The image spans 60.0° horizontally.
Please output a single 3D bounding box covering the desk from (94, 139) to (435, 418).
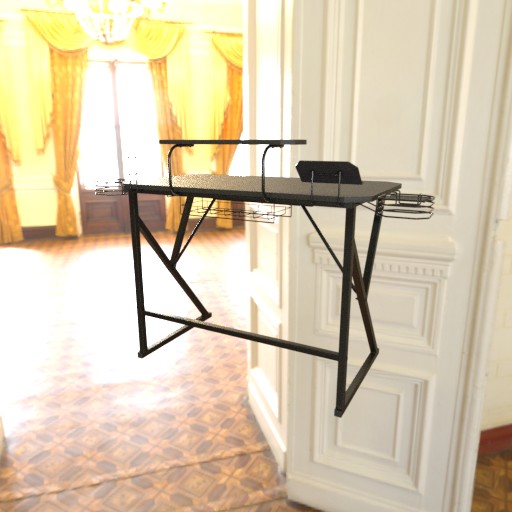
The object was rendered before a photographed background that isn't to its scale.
[{"bbox_3d":[0.000,0.000,1.735,1.290,0.880,0.580,8,17,27],"label":"desk"}]
